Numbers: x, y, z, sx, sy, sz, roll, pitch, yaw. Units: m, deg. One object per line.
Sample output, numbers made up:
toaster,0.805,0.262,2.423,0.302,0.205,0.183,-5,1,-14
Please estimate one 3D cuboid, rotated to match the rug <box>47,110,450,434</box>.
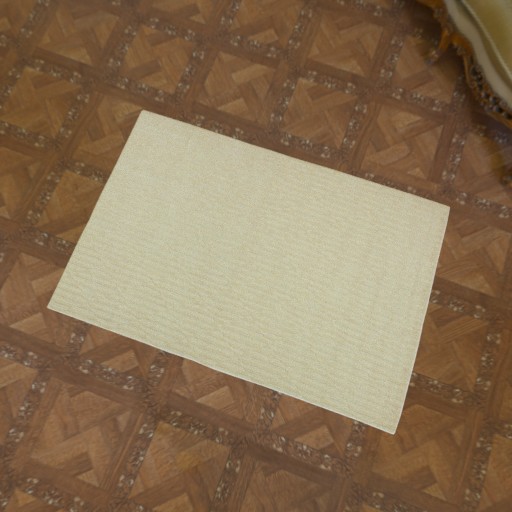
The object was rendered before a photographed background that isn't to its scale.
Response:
rug,0.000,0.000,2.351,1.848,0.014,1.238,19,75,5
